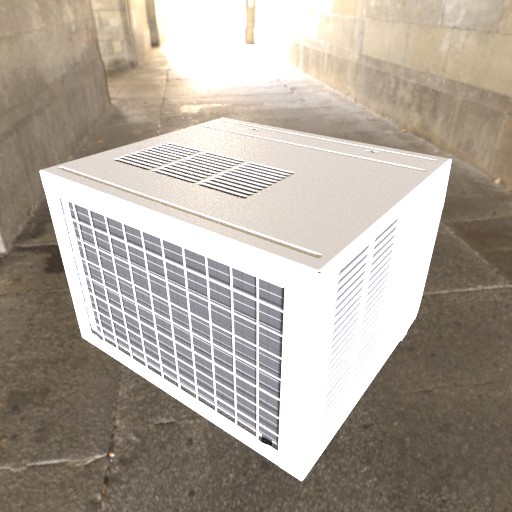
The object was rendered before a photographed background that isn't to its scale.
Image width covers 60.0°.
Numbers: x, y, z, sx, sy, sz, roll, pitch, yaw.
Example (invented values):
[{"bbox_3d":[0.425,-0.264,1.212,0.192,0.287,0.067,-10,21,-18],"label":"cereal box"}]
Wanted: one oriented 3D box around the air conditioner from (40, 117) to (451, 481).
[{"bbox_3d":[0.000,0.000,1.043,0.645,0.455,0.599,20,36,31],"label":"air conditioner"}]
